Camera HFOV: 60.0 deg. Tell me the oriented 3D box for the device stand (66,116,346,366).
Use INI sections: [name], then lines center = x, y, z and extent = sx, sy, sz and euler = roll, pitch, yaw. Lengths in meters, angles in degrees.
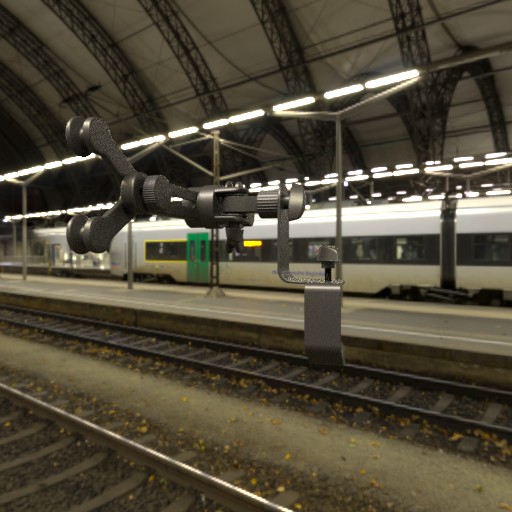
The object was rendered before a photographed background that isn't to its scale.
[device stand]
center = 0.000, 0.000, 0.359
extent = 0.142, 0.166, 0.270
euler = 0, 0, 17
